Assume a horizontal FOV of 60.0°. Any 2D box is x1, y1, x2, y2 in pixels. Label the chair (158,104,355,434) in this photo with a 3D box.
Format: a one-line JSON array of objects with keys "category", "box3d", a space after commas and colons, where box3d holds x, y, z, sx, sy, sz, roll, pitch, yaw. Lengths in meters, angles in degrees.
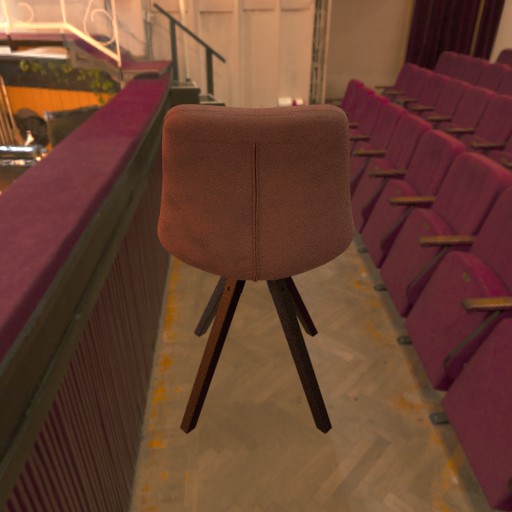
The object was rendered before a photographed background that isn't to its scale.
[{"category": "chair", "box3d": [0.000, 0.000, 1.183, 0.483, 0.865, 0.547, 0, 29, 0]}]
